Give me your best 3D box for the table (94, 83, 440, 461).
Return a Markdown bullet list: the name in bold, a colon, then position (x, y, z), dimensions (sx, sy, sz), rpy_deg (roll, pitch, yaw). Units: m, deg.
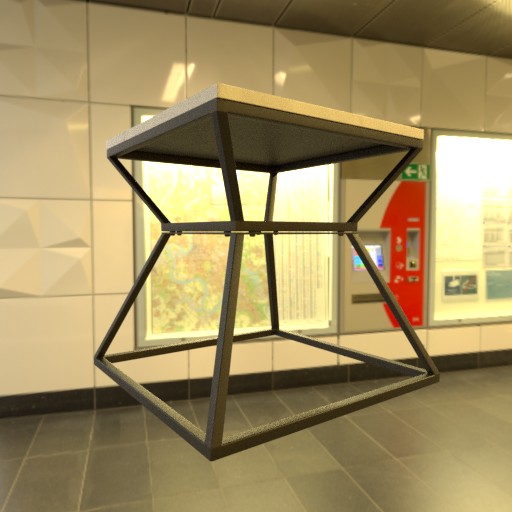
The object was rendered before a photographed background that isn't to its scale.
- **table**: position (0.000, 0.000, 0.804), dimensions (0.455, 0.431, 0.455), rpy_deg (-2, 4, -36)
